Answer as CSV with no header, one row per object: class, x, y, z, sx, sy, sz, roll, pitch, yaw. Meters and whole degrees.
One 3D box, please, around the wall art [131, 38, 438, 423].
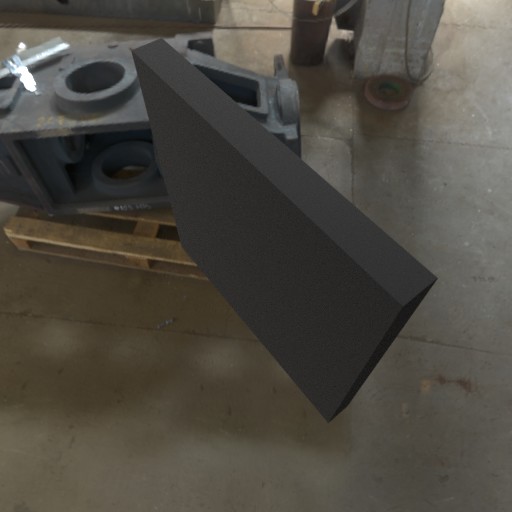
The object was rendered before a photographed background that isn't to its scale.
wall art,0.000,0.000,0.449,0.030,0.305,0.308,-34,64,-19
